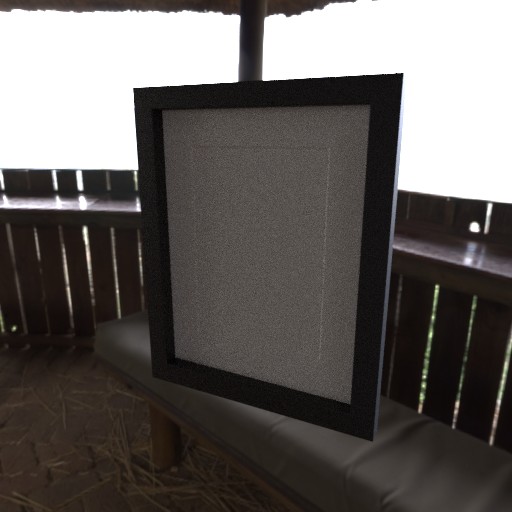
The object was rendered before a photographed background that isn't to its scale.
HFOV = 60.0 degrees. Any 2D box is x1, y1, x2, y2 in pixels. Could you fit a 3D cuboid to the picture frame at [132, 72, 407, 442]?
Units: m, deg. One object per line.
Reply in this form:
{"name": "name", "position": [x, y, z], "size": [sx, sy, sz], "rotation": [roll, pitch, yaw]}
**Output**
{"name": "picture frame", "position": [0.000, 0.000, 0.522], "size": [0.307, 0.383, 0.036], "rotation": [8, 17, 25]}
